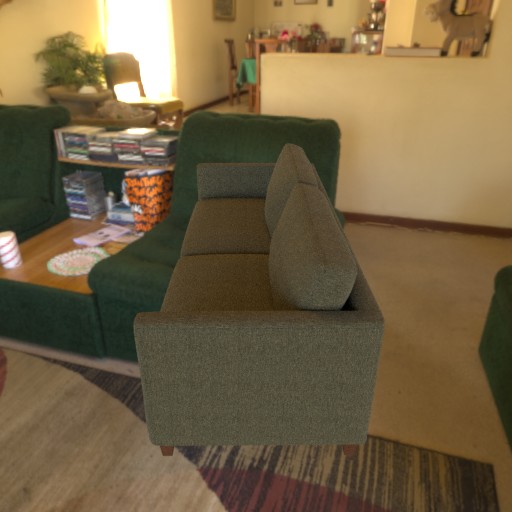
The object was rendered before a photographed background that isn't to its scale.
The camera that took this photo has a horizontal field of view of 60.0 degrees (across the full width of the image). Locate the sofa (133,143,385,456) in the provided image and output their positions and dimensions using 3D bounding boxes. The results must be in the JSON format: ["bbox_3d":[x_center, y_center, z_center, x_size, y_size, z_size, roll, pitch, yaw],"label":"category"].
[{"bbox_3d":[0.000,0.000,2.685,0.948,0.965,2.208,0,27,0],"label":"sofa"}]
